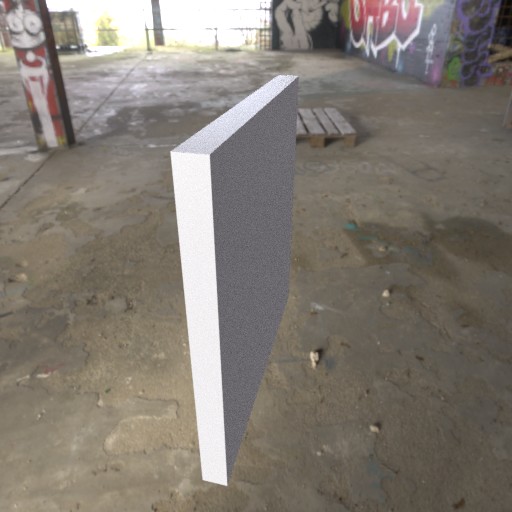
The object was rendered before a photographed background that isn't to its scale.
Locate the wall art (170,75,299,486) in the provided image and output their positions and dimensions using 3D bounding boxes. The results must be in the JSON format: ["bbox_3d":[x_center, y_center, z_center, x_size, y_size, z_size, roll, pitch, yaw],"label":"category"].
[{"bbox_3d":[0.000,0.000,0.528,0.027,0.355,0.355,7,31,12],"label":"wall art"}]
